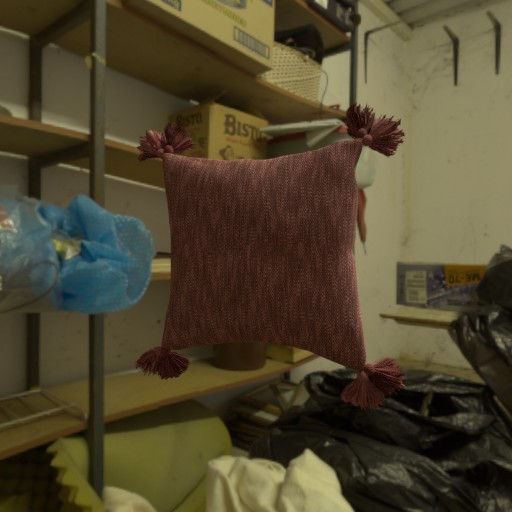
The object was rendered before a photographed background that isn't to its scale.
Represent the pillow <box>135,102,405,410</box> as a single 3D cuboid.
[{"bbox_3d":[0.000,0.000,0.996,0.641,0.659,0.138,0,1,18],"label":"pillow"}]
